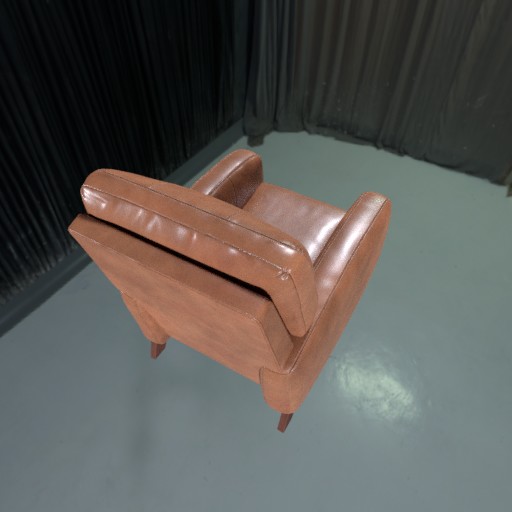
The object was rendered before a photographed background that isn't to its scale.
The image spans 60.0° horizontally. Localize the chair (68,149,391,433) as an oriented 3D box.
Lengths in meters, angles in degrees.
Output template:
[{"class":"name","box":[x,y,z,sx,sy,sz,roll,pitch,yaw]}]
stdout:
[{"class":"chair","box":[0.000,0.000,1.657,0.762,0.990,0.990,23,51,20]}]
